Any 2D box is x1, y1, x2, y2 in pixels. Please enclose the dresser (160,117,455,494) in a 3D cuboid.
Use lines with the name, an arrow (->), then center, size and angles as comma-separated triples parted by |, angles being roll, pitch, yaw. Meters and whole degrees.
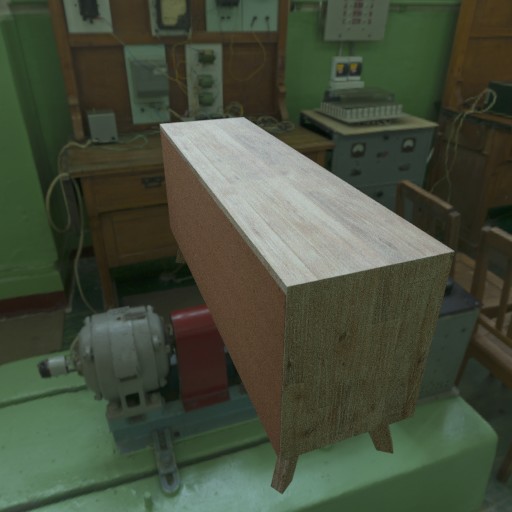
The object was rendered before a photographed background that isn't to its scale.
dresser -> 0.000, 0.000, 1.875 | 0.455, 0.788, 1.602 | -10, 31, -18
